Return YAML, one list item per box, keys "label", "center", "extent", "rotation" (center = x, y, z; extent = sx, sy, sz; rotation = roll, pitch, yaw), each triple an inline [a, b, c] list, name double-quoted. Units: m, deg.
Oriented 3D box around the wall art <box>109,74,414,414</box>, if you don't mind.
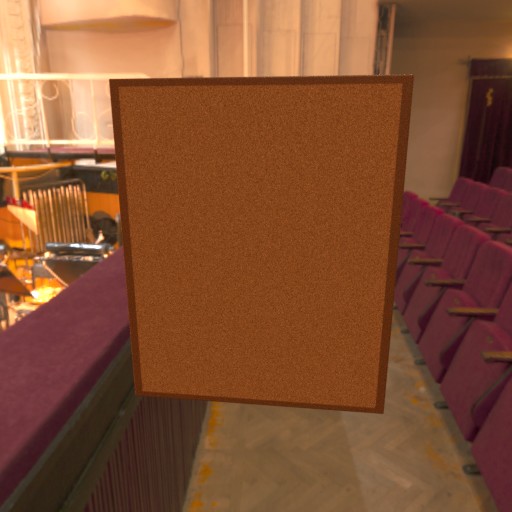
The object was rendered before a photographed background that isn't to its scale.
- label: "wall art"
  center: [0.000, 0.000, 0.504]
  extent: [0.310, 0.379, 0.015]
  rotation: [2, 16, 7]
